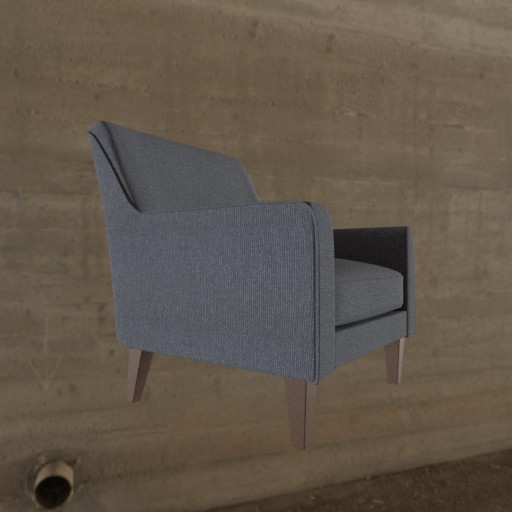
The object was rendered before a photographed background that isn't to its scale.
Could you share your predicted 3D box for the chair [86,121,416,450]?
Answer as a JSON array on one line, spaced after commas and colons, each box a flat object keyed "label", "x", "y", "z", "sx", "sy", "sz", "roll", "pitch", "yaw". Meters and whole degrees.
[{"label": "chair", "x": 0.000, "y": 0.000, "z": 1.557, "sx": 0.899, "sy": 0.919, "sz": 0.780, "roll": 0, "pitch": 0, "yaw": 36}]
